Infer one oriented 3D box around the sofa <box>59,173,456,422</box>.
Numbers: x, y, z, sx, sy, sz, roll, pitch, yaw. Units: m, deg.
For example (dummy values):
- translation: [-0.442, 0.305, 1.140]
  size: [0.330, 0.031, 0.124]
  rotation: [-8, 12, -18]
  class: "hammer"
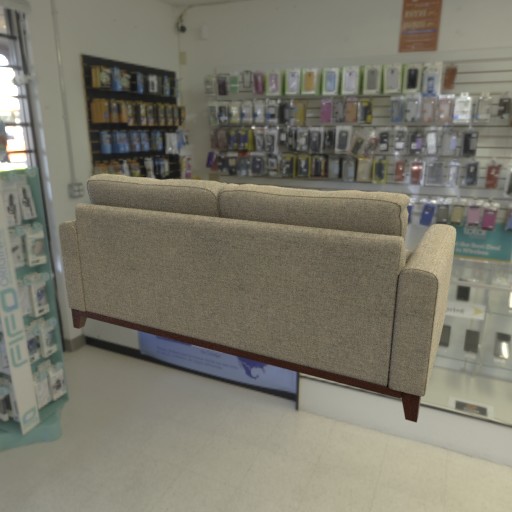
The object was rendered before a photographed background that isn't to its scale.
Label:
- translation: [0.000, 0.000, 2.467]
  size: [1.978, 0.892, 0.969]
  rotation: [8, 18, 26]
  class: "sofa"
